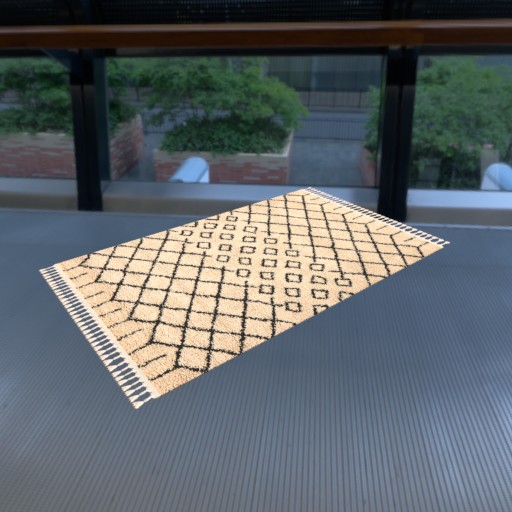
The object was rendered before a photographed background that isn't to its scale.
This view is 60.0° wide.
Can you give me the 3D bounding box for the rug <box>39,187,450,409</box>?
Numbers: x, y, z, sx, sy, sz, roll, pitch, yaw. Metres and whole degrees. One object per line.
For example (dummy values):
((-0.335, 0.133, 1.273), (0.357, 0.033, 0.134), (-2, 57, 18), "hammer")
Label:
((0.000, 0.000, 2.488), (2.006, 0.008, 1.196), (-21, 36, -33), "rug")
